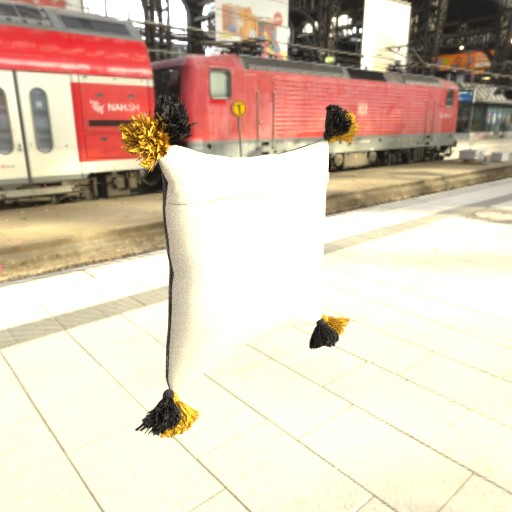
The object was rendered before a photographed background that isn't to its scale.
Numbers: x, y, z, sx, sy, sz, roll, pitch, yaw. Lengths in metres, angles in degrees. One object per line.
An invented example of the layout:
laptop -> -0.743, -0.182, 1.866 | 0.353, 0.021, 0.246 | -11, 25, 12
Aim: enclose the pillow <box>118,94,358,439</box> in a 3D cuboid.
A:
pillow -> 0.000, 0.000, 0.977 | 0.654, 0.659, 0.139 | -15, 23, -41
